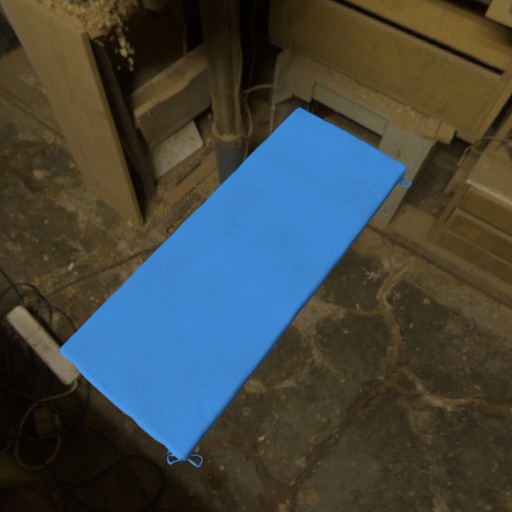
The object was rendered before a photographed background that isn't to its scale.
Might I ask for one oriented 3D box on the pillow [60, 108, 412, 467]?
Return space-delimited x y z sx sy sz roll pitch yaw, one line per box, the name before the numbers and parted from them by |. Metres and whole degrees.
pillow | 0.000 0.000 1.368 0.492 0.081 1.187 34 68 16
